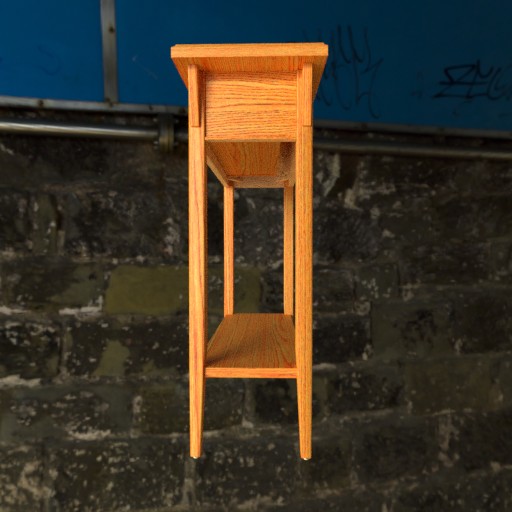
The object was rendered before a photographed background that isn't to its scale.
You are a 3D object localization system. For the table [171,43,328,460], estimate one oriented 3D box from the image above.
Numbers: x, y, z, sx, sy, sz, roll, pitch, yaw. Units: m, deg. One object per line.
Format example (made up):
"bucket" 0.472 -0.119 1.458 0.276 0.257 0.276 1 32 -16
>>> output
"table" 0.000 0.000 1.105 0.254 0.711 0.762 0 1 2
